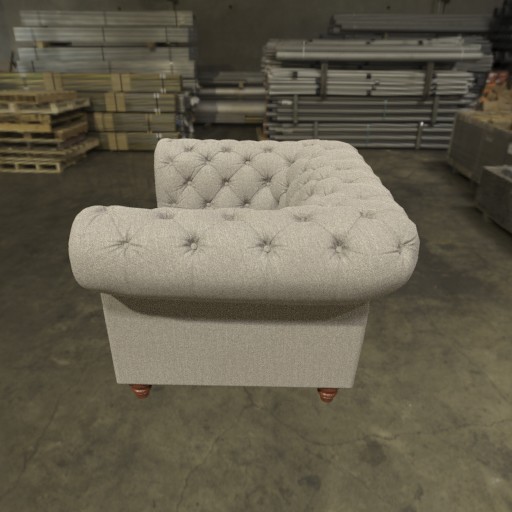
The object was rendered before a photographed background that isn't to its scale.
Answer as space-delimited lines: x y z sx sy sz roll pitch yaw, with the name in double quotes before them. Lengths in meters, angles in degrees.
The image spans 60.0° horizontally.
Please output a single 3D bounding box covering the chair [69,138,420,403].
"chair" 0.000 0.000 1.837 0.976 0.770 1.270 1 26 1
